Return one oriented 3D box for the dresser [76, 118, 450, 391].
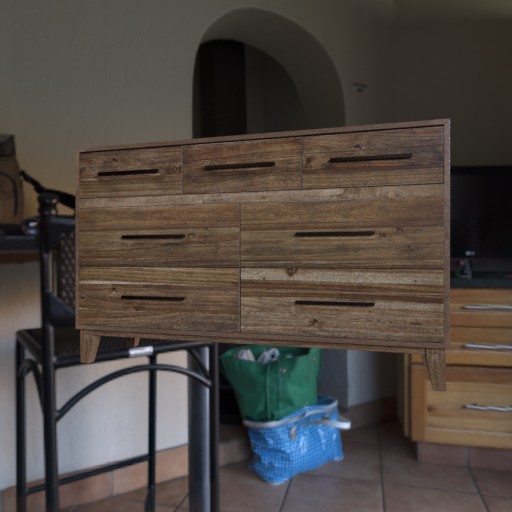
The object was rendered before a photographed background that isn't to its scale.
[{"bbox_3d":[0.000,0.000,1.800,1.400,0.873,0.446,0,0,16],"label":"dresser"}]
